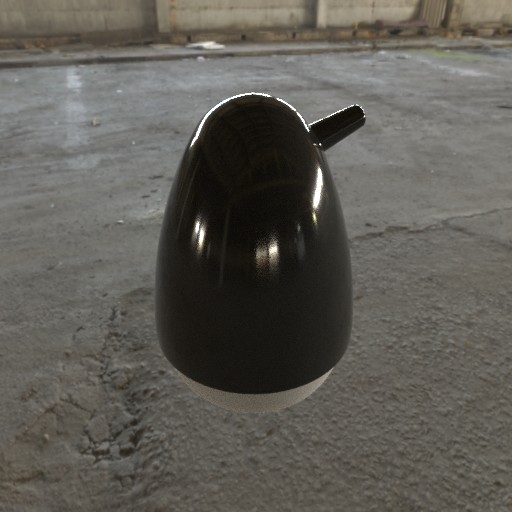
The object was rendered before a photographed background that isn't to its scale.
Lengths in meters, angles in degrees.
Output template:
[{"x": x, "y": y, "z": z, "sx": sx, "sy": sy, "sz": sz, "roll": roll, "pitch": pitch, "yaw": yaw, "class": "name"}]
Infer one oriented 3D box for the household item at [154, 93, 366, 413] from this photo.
[{"x": 0.000, "y": 0.000, "z": 0.217, "sx": 0.104, "sy": 0.152, "sz": 0.102, "roll": -10, "pitch": 32, "yaw": -17, "class": "household item"}]
